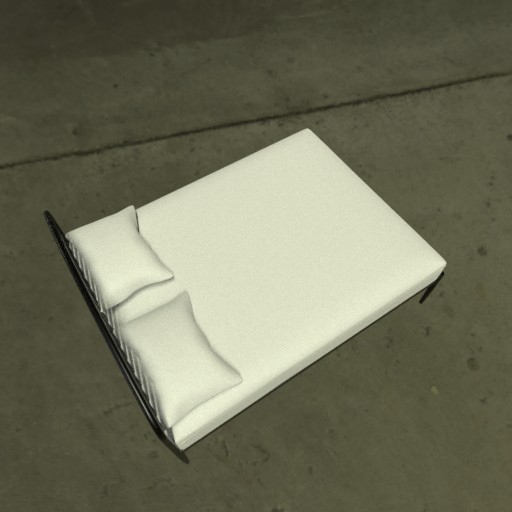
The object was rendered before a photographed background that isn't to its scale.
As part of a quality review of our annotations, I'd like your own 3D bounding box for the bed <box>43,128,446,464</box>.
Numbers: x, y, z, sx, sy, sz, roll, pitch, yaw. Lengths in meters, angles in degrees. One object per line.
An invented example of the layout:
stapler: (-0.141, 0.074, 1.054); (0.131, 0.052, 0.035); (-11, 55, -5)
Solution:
bed: (0.000, 0.000, 3.085); (2.159, 1.166, 1.618); (-29, 63, -17)
